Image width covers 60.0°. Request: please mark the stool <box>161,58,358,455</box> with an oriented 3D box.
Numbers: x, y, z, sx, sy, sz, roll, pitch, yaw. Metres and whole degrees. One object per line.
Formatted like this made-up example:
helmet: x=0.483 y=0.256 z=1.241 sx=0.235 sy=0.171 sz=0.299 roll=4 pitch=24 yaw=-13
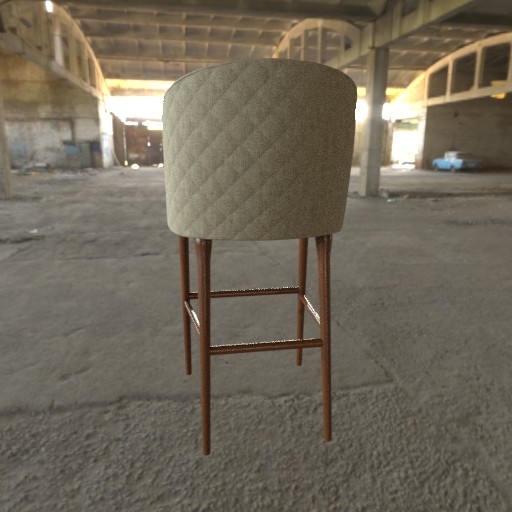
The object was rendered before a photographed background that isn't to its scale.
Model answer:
stool: x=0.000 y=0.000 z=1.430 sx=0.559 sy=1.078 sz=0.607 roll=-2 pitch=14 yaw=-9
